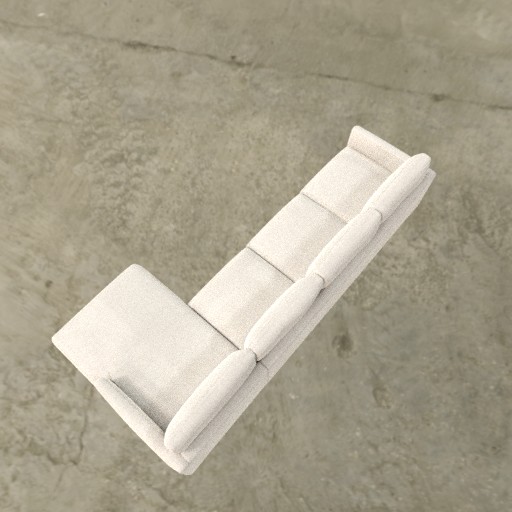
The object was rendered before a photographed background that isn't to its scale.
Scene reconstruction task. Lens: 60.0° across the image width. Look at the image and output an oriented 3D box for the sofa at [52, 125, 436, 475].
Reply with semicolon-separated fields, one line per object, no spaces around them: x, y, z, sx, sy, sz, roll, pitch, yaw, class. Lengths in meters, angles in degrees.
0.000;0.000;2.861;1.126;0.677;2.445;38;69;17;sofa
